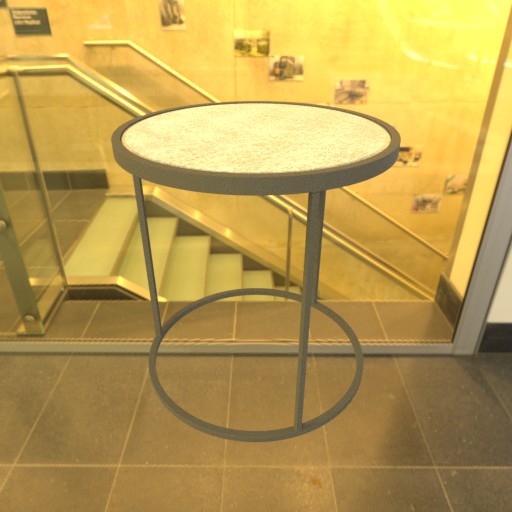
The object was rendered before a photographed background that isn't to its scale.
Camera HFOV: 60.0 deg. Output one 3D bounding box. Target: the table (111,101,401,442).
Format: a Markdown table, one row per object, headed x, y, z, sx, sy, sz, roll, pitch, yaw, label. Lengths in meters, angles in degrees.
| x | y | z | sx | sy | sz | roll | pitch | yaw | label |
| --- | --- | --- | --- | --- | --- | --- | --- | --- | --- |
| 0.000 | 0.000 | 0.871 | 0.470 | 0.498 | 0.470 | 0 | 30 | 0 | table |
